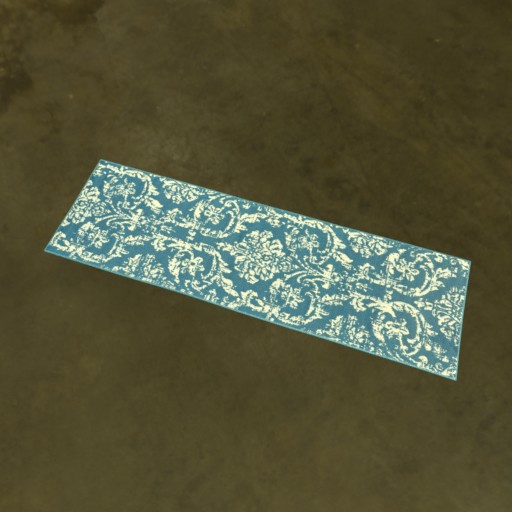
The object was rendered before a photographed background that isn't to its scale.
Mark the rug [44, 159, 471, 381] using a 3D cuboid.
[{"bbox_3d":[0.000,0.000,2.377,2.196,0.011,0.662,16,64,8],"label":"rug"}]
